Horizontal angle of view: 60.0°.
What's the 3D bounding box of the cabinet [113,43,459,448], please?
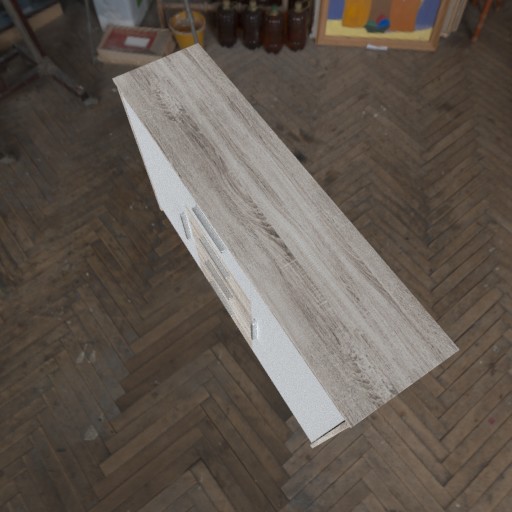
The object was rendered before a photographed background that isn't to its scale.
[{"bbox_3d":[0.000,0.000,1.827,0.380,0.900,1.450,-29,67,-14],"label":"cabinet"}]
